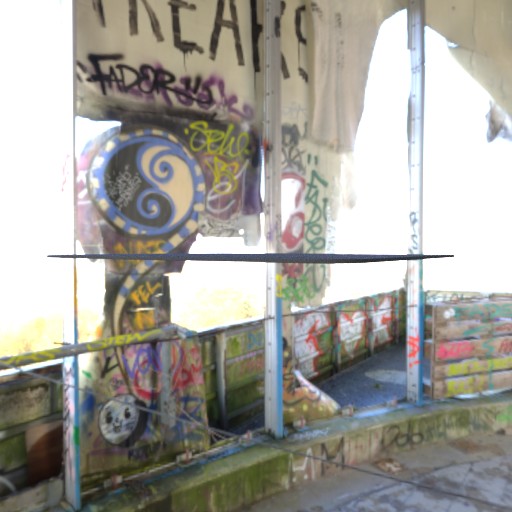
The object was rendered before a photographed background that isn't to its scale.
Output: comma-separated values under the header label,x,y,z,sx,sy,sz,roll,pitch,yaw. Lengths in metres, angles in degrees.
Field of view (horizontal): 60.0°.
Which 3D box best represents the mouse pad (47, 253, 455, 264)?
label,x,y,z,sx,sy,sz,roll,pitch,yaw
mouse pad,0.000,0.000,0.341,0.249,0.002,0.211,1,1,36
